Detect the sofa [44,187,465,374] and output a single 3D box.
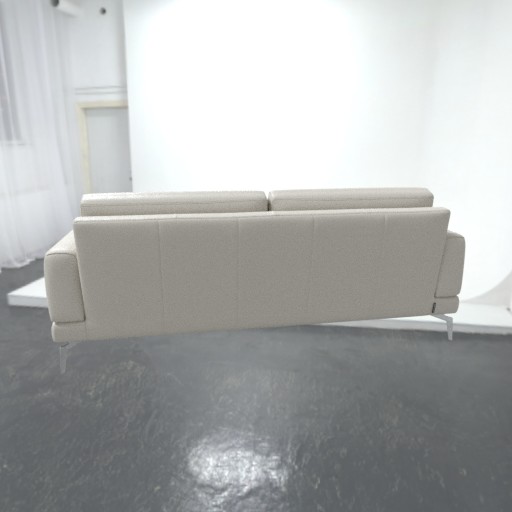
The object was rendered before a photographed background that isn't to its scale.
[{"bbox_3d":[0.000,0.000,2.392,1.940,0.765,0.974,-3,15,-10],"label":"sofa"}]
